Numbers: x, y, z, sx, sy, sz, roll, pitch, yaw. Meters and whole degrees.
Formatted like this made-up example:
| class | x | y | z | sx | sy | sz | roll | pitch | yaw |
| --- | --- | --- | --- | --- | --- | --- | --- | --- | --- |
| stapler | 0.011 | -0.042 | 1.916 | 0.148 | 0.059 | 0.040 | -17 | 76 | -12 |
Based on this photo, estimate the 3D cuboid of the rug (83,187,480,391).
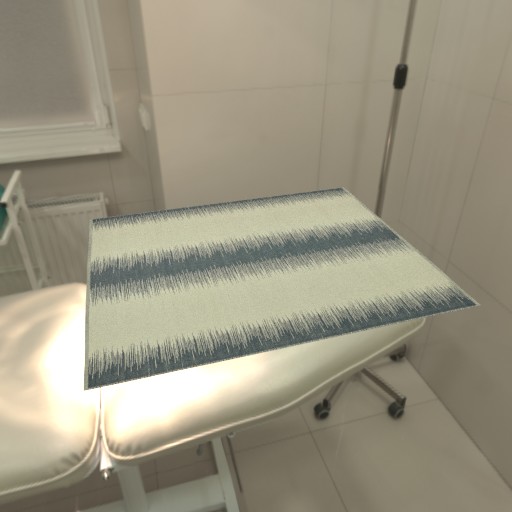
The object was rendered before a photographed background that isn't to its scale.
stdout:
| class | x | y | z | sx | sy | sz | roll | pitch | yaw |
| --- | --- | --- | --- | --- | --- | --- | --- | --- | --- |
| rug | 0.000 | 0.000 | 4.170 | 3.037 | 0.004 | 2.453 | -9 | 33 | -14 |
